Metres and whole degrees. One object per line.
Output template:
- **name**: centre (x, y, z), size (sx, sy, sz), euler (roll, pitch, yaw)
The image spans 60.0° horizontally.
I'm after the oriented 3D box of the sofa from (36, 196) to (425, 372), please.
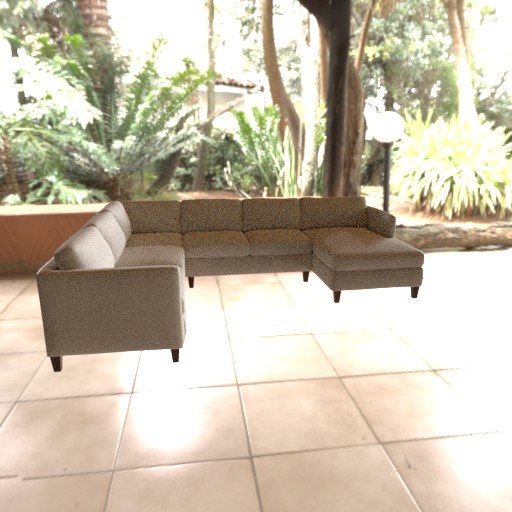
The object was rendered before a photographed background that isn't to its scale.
- **sofa**: centre (0.000, 0.000, 4.269), size (3.238, 0.853, 2.551), euler (-2, 15, -9)
